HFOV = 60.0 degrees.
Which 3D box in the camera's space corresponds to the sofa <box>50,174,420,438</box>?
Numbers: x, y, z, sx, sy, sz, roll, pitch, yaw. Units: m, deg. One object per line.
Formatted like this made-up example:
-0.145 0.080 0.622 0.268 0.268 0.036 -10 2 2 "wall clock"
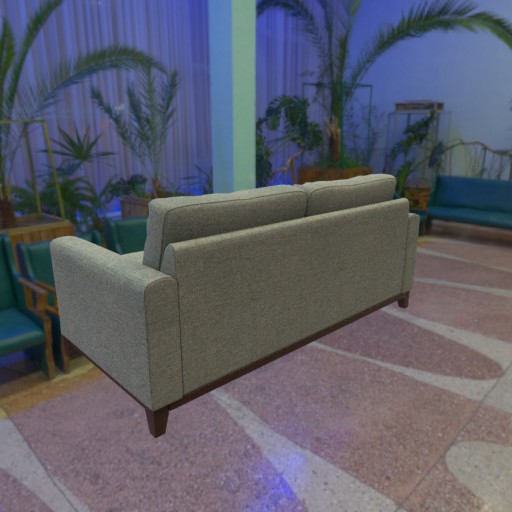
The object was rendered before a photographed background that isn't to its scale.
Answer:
0.000 0.000 2.552 1.978 0.892 0.969 -14 21 -41 "sofa"
